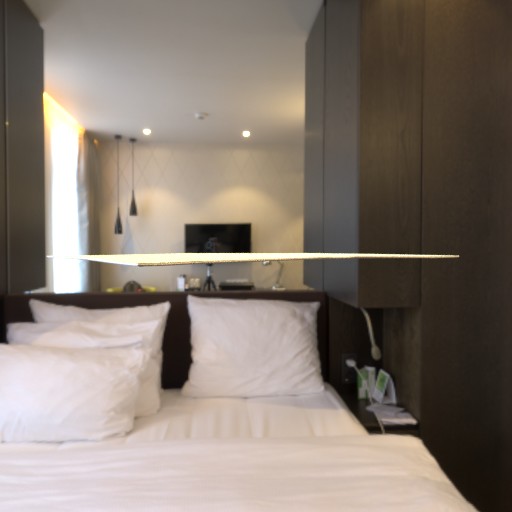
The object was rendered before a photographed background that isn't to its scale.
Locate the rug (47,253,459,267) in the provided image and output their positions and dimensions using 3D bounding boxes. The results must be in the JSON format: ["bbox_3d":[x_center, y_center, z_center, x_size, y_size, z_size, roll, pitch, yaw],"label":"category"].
[{"bbox_3d":[0.000,0.000,2.999,2.305,0.029,1.593,-1,1,-36],"label":"rug"}]
